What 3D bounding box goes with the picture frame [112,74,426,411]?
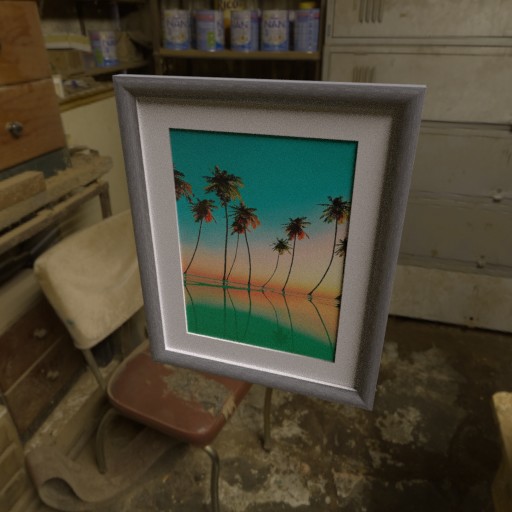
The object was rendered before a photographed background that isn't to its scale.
[{"bbox_3d":[0.000,0.000,0.754,0.454,0.559,0.029,8,29,15],"label":"picture frame"}]
